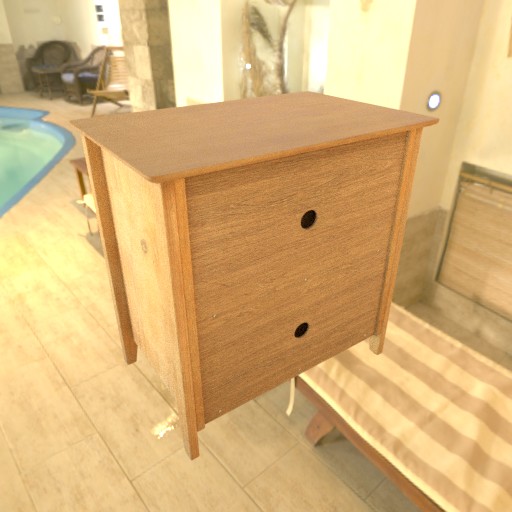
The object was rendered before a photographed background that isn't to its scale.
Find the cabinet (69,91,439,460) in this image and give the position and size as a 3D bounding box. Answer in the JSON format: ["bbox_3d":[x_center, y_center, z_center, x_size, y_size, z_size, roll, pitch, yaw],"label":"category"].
[{"bbox_3d":[0.000,0.000,1.265,0.763,0.762,0.503,-19,34,-30],"label":"cabinet"}]
